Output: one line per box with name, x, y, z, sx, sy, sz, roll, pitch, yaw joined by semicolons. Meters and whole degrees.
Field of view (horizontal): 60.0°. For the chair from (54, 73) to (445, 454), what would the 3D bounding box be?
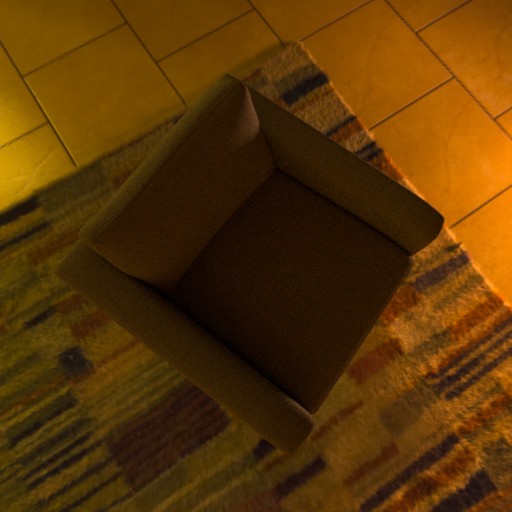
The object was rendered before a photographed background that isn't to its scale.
chair;0.000;0.000;1.822;1.100;0.847;1.070;35;78;9
